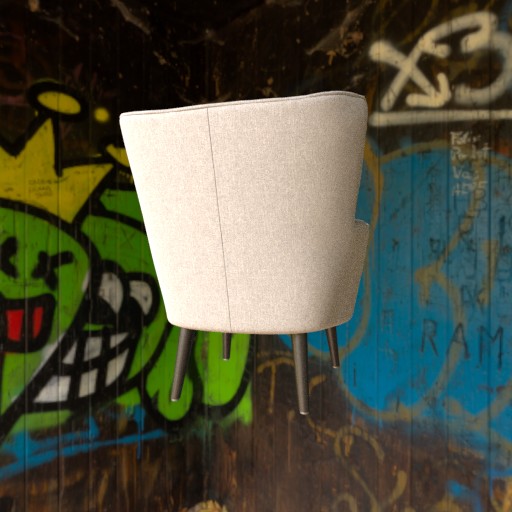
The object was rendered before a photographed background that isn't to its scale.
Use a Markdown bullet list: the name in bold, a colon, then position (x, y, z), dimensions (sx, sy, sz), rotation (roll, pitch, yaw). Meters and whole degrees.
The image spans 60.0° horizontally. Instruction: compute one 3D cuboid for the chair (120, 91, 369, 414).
- **chair**: position (0.000, 0.000, 1.572), dimensions (0.781, 0.933, 0.888), rotation (0, 0, 16)
